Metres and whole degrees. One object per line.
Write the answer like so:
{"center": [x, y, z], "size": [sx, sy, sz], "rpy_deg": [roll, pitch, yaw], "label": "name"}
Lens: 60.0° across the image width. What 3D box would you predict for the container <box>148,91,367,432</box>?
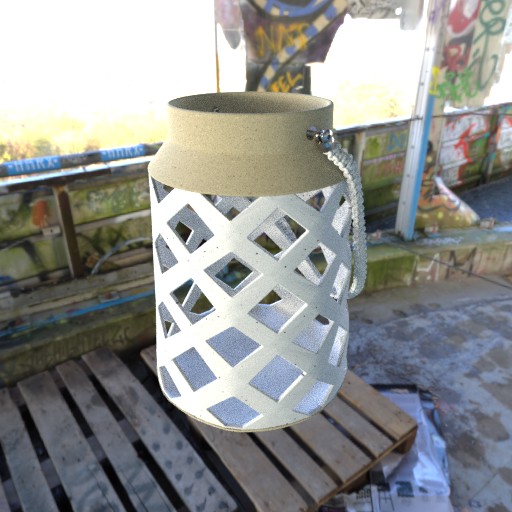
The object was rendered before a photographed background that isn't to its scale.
{"center": [0.000, 0.000, 0.395], "size": [0.198, 0.264, 0.188], "rpy_deg": [-18, 32, -32], "label": "container"}
